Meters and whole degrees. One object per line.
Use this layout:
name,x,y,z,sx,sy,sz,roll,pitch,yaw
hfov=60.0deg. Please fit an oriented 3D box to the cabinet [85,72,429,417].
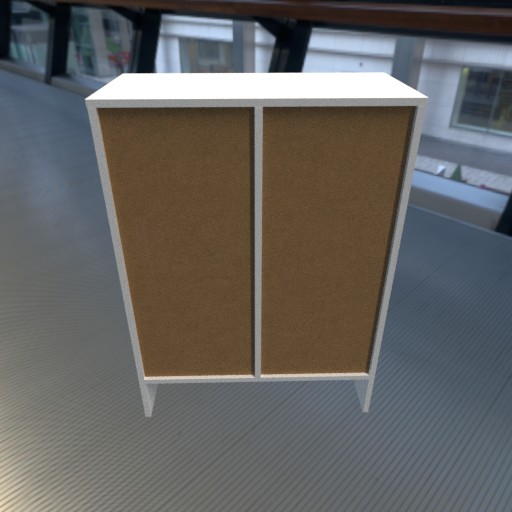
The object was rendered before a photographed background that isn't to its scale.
cabinet,0.000,0.000,1.108,0.600,0.815,0.296,-1,31,-1
